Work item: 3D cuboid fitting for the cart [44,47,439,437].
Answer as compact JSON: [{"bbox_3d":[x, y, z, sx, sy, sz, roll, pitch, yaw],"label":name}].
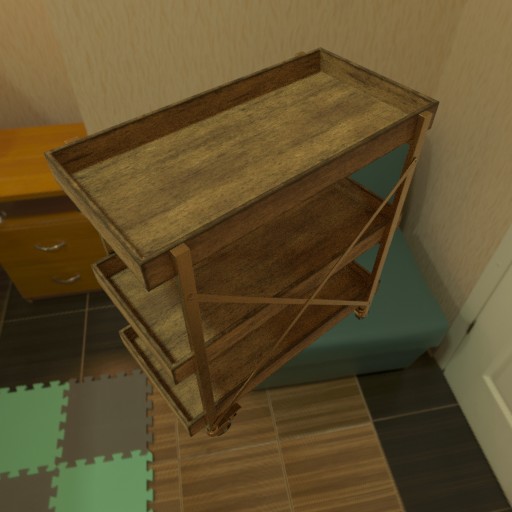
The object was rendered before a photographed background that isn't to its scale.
[{"bbox_3d":[0.000,0.000,1.208,0.750,0.799,0.416,-31,55,-25],"label":"cart"}]
